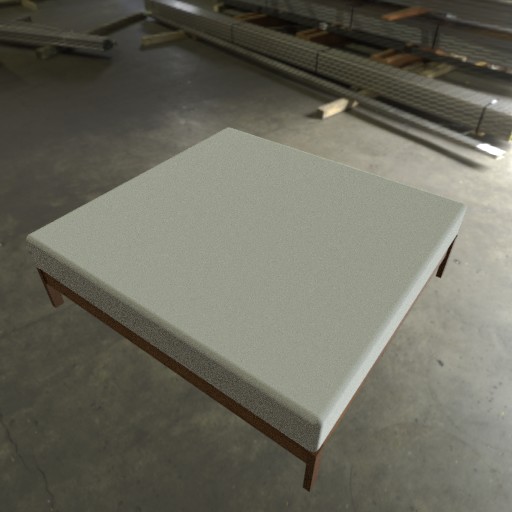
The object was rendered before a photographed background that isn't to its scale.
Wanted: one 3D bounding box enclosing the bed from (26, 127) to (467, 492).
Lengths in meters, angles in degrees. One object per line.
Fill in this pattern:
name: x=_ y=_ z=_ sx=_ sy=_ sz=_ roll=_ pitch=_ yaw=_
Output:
bed: x=0.000 y=0.000 z=2.967 sx=2.049 sy=0.616 sz=1.930 roll=25 pitch=46 yaw=27
